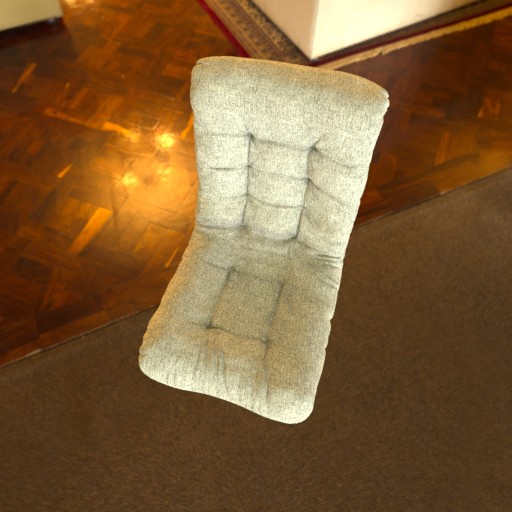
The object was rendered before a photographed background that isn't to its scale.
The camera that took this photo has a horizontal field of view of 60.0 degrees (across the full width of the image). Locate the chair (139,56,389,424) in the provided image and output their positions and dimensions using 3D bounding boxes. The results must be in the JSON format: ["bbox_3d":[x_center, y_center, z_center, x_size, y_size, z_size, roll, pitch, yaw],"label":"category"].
[{"bbox_3d":[0.000,0.000,0.976,0.400,0.600,0.583,14,60,8],"label":"chair"}]
